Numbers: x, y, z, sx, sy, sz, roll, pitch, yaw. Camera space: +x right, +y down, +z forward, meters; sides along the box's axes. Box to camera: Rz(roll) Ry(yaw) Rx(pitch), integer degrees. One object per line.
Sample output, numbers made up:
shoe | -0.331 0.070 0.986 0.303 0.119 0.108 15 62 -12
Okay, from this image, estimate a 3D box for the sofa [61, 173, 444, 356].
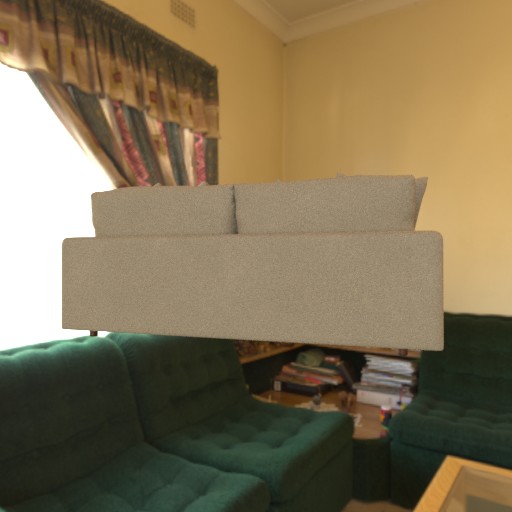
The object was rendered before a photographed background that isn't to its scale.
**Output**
sofa | 0.000 0.000 3.175 2.380 1.084 1.228 0 -1 18
